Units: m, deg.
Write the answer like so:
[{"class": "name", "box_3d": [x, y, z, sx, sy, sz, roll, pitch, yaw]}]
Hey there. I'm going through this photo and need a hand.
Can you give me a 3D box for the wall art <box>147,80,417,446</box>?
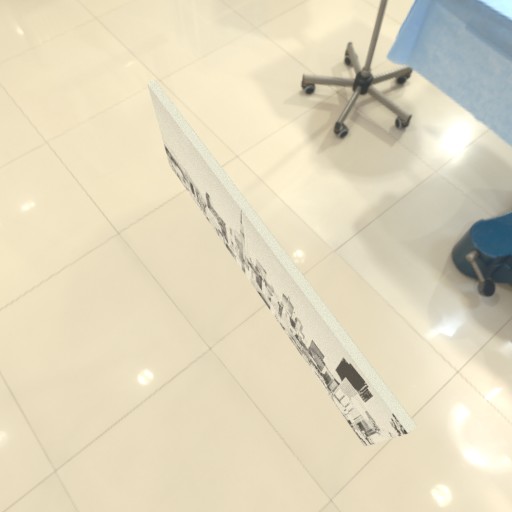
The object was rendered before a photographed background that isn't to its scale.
[{"class": "wall art", "box_3d": [0.000, 0.000, 1.678, 0.039, 0.507, 1.520, -30, 67, -14]}]
